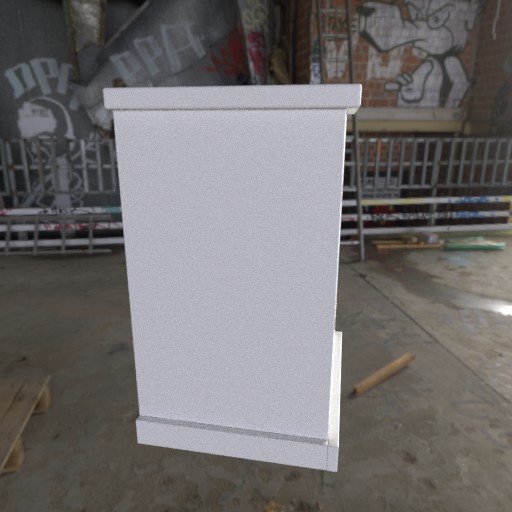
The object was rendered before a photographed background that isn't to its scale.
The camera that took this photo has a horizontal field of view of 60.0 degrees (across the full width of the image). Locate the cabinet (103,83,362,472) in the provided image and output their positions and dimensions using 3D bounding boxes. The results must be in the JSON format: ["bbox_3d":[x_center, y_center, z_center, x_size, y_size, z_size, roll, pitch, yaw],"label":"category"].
[{"bbox_3d":[0.000,0.000,1.060,0.431,0.723,0.520,3,17,11],"label":"cabinet"}]
